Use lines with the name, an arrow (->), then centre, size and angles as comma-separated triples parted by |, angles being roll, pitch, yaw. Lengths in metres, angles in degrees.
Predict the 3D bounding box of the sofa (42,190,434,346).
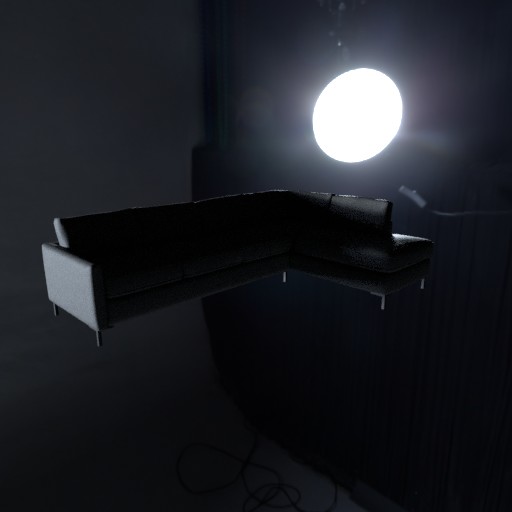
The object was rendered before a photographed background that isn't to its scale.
sofa -> 0.000, 0.000, 3.957 | 2.972, 0.858, 1.984 | -15, 21, -43
